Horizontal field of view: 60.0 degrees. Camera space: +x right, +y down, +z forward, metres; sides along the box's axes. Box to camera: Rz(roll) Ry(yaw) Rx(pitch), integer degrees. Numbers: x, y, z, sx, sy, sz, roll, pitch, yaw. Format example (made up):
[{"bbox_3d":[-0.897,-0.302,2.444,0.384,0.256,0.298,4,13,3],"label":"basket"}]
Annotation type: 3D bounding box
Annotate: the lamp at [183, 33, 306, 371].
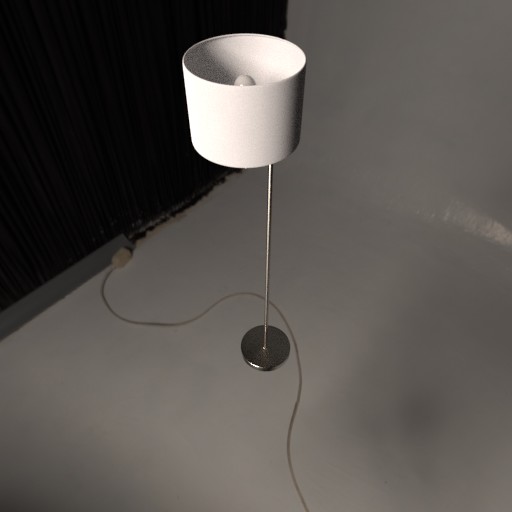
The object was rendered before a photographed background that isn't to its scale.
[{"bbox_3d":[0.000,0.000,1.769,0.324,1.600,0.416,32,55,26],"label":"lamp"}]
